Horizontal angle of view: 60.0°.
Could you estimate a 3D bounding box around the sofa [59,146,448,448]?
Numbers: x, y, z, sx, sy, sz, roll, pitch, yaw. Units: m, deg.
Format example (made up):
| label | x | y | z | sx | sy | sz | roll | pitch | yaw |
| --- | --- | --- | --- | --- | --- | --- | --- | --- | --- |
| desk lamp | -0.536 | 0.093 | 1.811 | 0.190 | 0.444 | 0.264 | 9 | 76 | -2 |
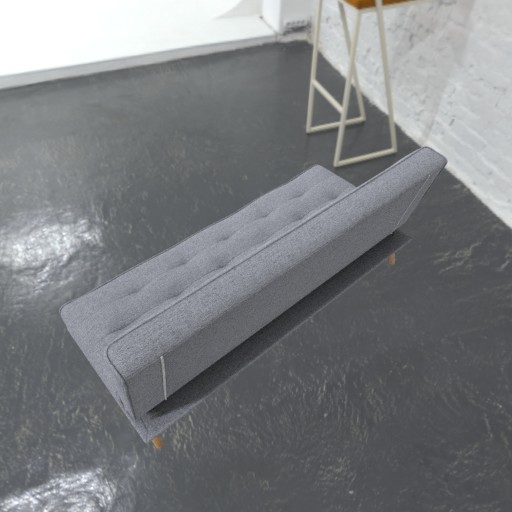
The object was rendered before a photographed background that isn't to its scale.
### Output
| label | x | y | z | sx | sy | sz | roll | pitch | yaw |
| --- | --- | --- | --- | --- | --- | --- | --- | --- | --- |
| sofa | 0.000 | 0.000 | 2.262 | 1.820 | 0.830 | 0.810 | -32 | 55 | -27 |
